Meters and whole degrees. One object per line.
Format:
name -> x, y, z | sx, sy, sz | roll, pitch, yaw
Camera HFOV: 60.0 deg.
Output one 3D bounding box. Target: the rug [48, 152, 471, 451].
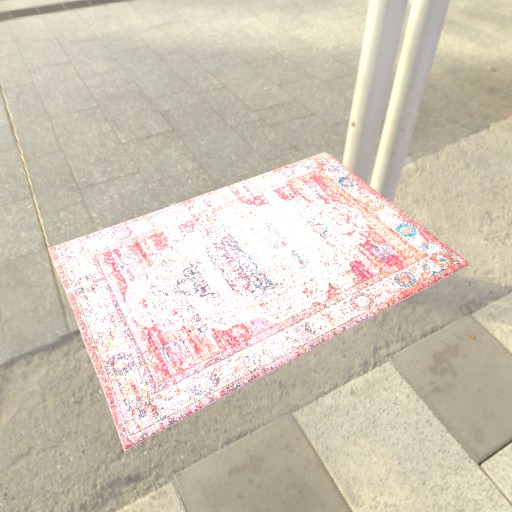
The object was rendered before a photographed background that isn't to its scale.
rug -> 0.000, 0.000, 2.297 | 1.829, 0.006, 1.219 | -23, 50, -21
